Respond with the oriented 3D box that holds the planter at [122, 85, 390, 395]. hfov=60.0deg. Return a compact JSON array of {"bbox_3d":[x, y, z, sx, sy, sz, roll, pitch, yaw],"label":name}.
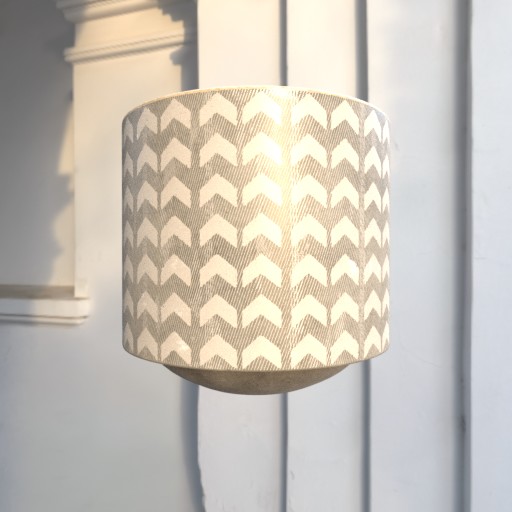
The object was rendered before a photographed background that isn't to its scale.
[{"bbox_3d":[0.000,0.000,0.328,0.190,0.181,0.190,0,0,0],"label":"planter"}]
